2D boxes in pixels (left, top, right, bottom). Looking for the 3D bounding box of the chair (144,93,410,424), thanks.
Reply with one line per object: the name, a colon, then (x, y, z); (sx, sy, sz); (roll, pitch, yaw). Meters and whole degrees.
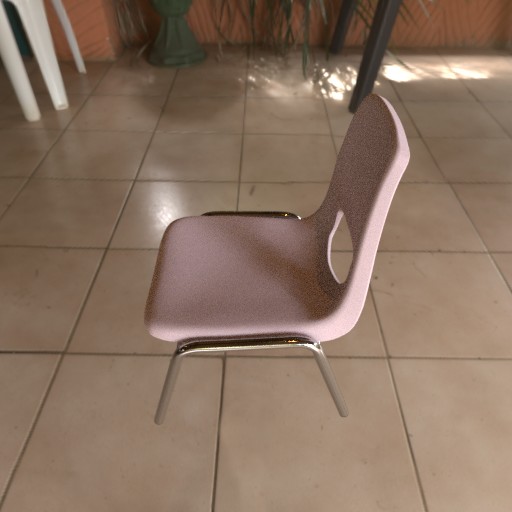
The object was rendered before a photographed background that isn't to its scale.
chair: (0.000, 0.000, 0.784); (0.385, 0.536, 0.354); (0, 42, 0)
